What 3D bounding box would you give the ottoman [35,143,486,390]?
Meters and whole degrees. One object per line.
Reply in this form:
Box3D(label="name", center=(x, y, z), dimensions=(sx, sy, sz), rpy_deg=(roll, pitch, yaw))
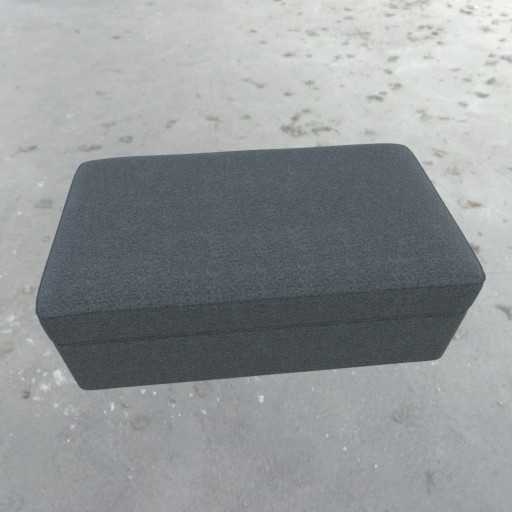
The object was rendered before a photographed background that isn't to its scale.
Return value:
Box3D(label="ottoman", center=(0.000, 0.000, 1.484), dimensions=(1.173, 0.494, 0.681), rpy_deg=(-4, 46, -4))
